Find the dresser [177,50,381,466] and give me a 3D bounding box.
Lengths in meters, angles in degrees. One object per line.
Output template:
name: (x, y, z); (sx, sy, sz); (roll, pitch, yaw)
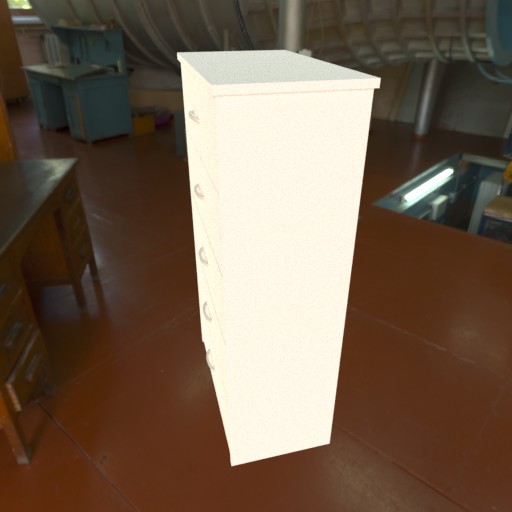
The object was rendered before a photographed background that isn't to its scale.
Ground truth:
dresser: (0.000, 0.000, 1.561); (0.399, 1.255, 0.704); (-7, 31, -13)
